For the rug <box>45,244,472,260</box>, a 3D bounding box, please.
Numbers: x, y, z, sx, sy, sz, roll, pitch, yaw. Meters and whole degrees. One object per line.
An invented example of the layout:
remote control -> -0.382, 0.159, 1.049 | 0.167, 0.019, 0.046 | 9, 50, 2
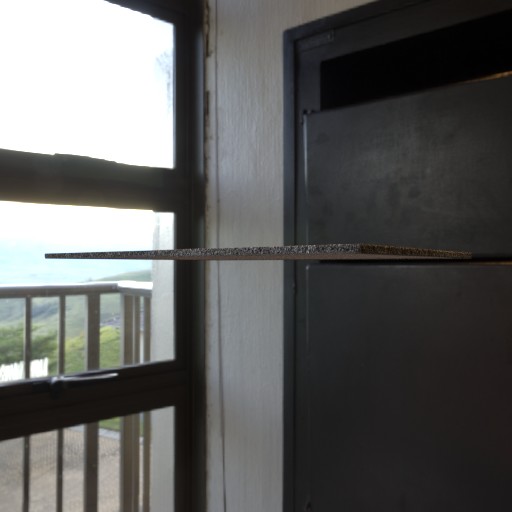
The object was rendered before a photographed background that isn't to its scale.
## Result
rug -> 0.000, 0.000, 2.066 | 1.601, 0.025, 1.198 | -1, -1, 38
